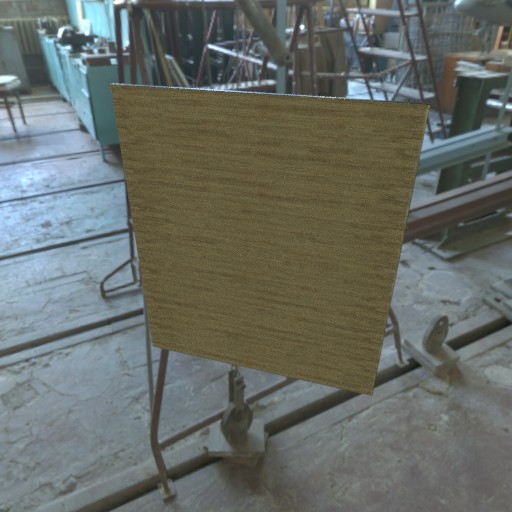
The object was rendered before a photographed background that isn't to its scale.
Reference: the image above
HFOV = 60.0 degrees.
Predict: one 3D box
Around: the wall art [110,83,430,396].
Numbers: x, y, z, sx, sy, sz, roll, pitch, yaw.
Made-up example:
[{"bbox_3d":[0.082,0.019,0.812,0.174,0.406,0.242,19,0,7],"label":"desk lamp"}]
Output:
[{"bbox_3d":[0.000,0.000,0.793,0.483,0.559,0.009,9,33,14],"label":"wall art"}]
